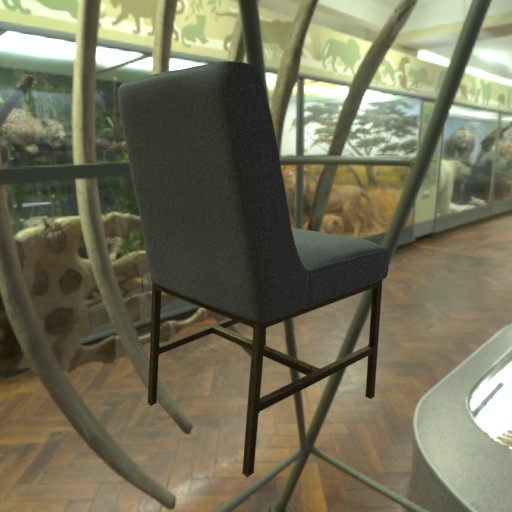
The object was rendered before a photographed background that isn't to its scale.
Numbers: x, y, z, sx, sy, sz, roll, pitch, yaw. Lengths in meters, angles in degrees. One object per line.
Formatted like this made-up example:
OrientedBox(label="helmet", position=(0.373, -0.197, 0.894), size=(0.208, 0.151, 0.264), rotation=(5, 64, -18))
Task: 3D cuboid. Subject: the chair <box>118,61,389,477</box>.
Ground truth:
OrientedBox(label="chair", position=(0.000, 0.000, 1.225), size=(0.587, 0.889, 0.508), rotation=(-13, 19, -43))
